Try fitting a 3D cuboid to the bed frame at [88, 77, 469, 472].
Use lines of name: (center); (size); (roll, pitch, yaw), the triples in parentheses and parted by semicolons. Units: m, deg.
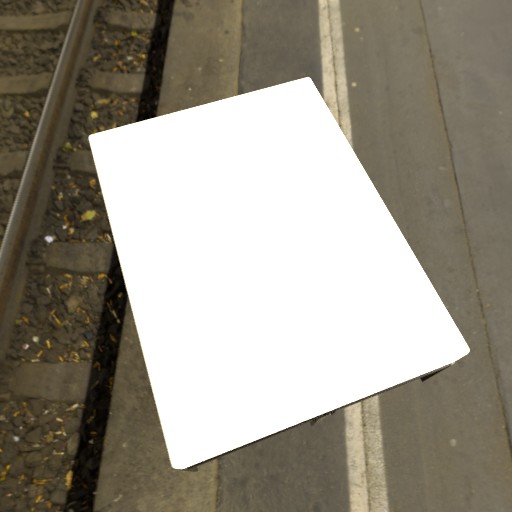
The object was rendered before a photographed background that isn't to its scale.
bed frame: (0.000, 0.000, 2.791); (1.557, 0.659, 2.072); (-18, 65, -9)
